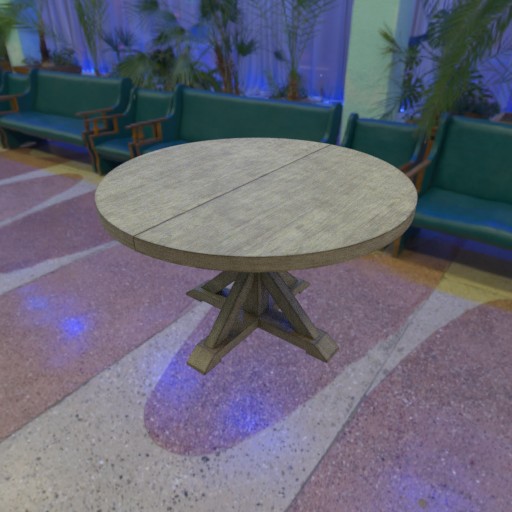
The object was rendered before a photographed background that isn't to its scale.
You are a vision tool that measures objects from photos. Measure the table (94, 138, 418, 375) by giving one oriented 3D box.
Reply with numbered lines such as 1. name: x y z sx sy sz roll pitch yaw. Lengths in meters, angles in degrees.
1. table: 0.000 0.000 2.150 1.363 0.781 1.363 0 30 0
